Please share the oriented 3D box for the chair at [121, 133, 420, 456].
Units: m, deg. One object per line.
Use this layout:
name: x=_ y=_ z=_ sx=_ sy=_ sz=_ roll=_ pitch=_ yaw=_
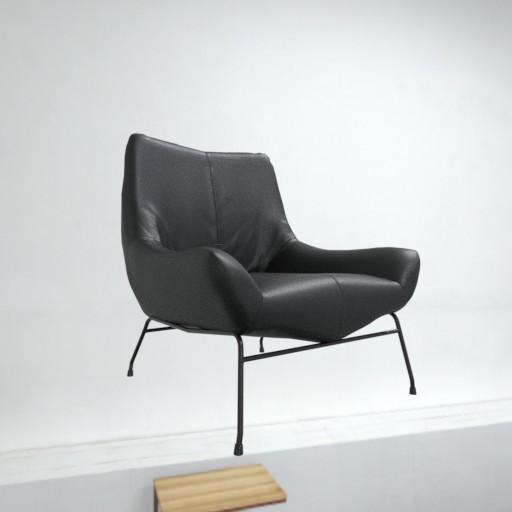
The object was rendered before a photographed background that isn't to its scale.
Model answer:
chair: x=0.000 y=0.000 z=1.583 sx=0.836 sy=0.922 sz=0.826 roll=-1 pitch=1 yaw=-37
